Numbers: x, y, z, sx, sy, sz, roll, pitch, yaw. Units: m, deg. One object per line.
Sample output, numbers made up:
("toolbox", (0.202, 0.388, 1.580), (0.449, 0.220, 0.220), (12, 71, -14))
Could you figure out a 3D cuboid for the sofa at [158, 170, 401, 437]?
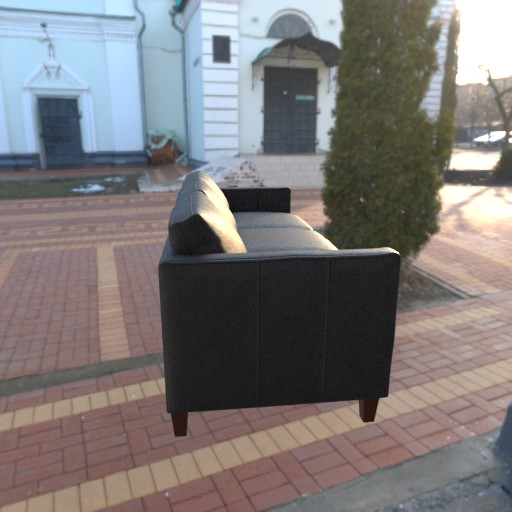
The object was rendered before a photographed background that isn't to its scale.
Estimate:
("sofa", (0.000, 0.000, 2.982), (1.045, 1.006, 2.464), (-2, 15, -7))
